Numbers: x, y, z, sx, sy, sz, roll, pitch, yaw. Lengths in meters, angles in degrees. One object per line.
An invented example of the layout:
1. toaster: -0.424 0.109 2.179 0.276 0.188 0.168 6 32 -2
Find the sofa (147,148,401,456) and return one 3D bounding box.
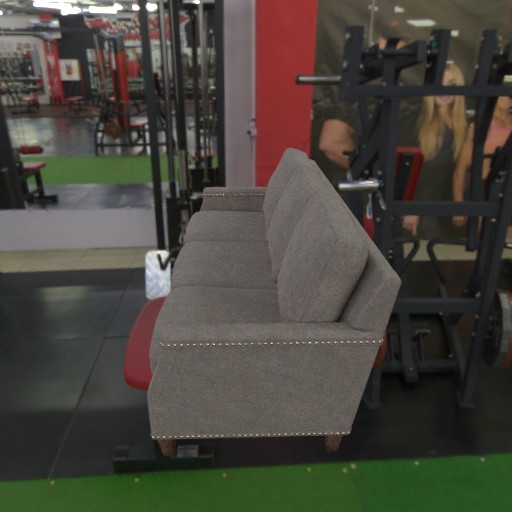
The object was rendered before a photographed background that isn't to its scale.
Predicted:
1. sofa: 0.000 0.000 2.793 1.034 1.042 2.226 -1 24 -2
